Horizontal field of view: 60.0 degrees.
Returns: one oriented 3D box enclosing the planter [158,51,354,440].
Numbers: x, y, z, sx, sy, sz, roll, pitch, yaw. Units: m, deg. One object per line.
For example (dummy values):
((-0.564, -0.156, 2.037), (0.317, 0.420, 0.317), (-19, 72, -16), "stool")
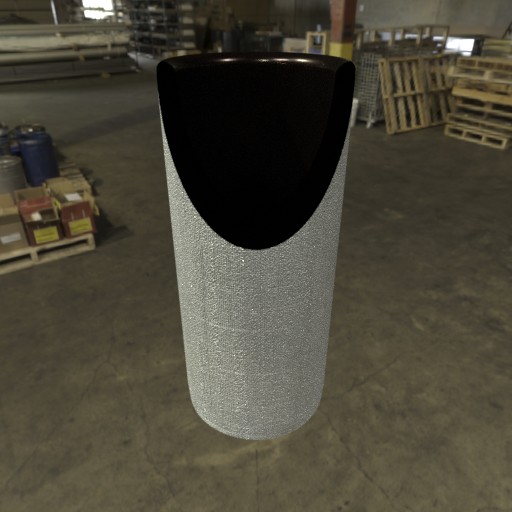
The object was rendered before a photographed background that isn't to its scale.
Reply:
((0.000, 0.000, 0.127), (0.045, 0.103, 0.045), (-19, 35, -30), "planter")
